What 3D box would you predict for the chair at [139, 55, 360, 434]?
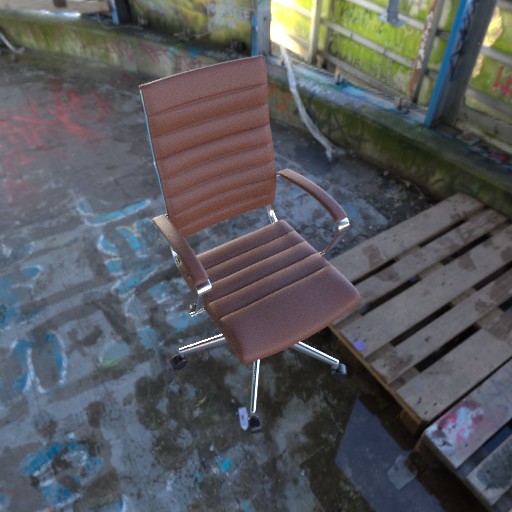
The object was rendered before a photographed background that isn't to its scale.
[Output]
[{"bbox_3d":[0.000,0.000,1.626,0.766,1.149,0.739,-24,51,-21],"label":"chair"}]
